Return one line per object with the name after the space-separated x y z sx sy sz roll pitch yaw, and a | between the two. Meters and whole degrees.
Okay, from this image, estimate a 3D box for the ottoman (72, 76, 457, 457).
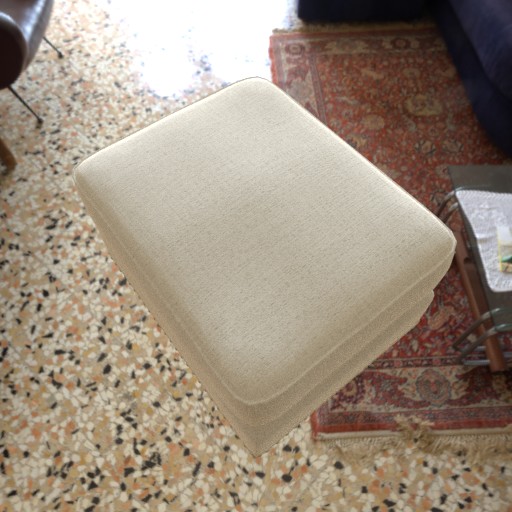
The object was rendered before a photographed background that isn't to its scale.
0.000 0.000 1.139 0.589 0.537 0.738 -34 64 -19 | ottoman
